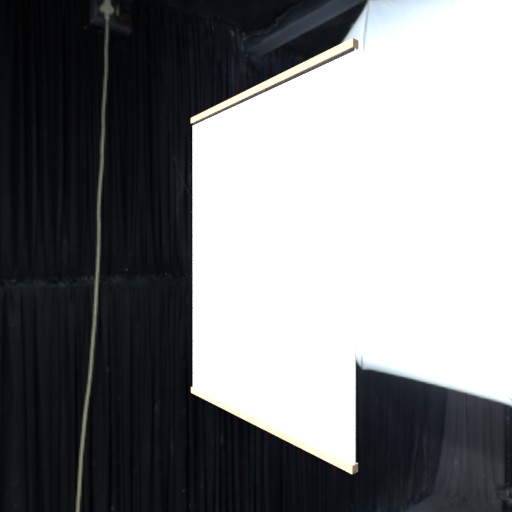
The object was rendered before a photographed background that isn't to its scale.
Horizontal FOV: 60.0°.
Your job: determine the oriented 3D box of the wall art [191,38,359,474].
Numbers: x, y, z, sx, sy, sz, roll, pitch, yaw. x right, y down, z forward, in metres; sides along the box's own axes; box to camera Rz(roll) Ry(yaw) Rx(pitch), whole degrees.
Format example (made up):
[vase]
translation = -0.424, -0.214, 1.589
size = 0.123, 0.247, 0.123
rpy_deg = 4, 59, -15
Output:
[wall art]
translation = 0.000, 0.000, 0.803
size = 0.012, 0.608, 0.459
rpy_deg = 0, 0, -37
